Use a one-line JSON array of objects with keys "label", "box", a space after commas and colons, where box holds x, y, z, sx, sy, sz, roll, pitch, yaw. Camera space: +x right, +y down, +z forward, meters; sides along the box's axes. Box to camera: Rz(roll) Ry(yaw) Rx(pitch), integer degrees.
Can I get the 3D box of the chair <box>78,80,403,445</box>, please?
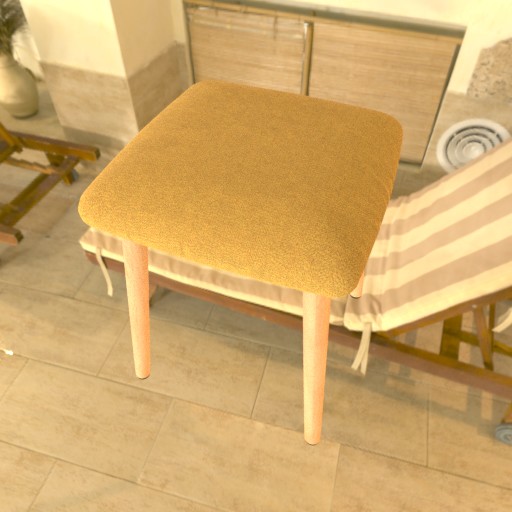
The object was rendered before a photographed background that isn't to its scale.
[{"label": "chair", "box": [0.000, 0.000, 0.708, 0.350, 0.440, 0.350, 16, 49, 14]}]
